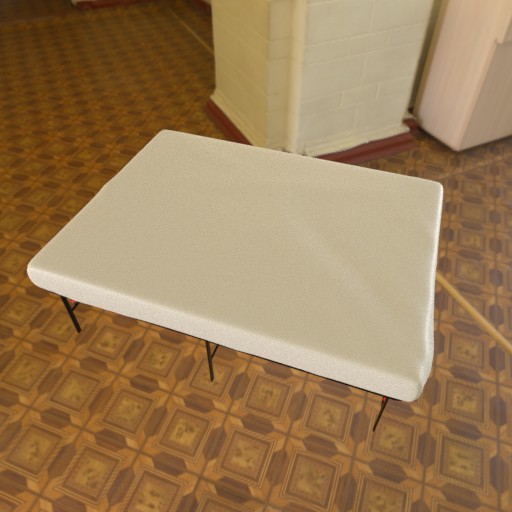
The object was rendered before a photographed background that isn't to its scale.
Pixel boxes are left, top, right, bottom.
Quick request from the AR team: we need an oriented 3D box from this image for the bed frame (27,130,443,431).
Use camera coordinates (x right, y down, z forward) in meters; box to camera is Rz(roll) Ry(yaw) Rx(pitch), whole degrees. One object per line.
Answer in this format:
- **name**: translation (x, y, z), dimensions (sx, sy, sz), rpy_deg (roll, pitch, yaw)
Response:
- **bed frame**: translation (0.000, 0.000, 2.836), dimensions (2.151, 0.667, 1.584), rpy_deg (14, 47, 14)
